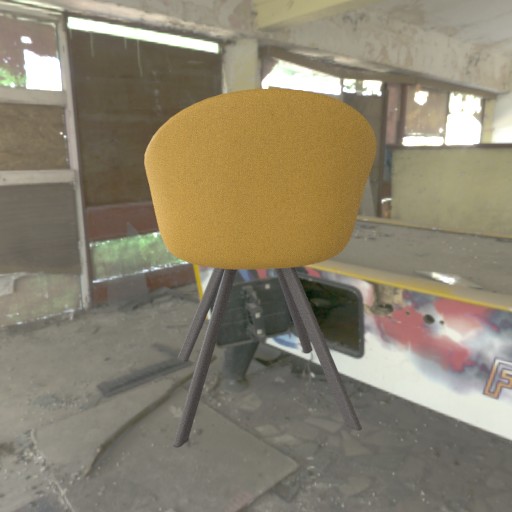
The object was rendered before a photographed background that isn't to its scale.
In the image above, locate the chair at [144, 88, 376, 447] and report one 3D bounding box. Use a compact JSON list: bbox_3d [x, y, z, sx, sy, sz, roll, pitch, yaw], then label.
[{"bbox_3d":[0.000,0.000,1.216,0.551,0.793,0.583,-2,13,-8],"label":"chair"}]
